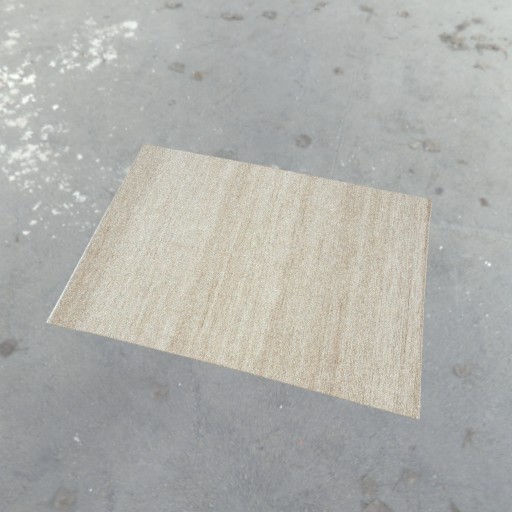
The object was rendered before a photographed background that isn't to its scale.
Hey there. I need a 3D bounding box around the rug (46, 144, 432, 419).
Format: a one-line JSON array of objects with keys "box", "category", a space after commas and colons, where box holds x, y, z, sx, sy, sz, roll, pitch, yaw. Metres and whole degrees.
[{"box": [0.000, 0.000, 2.996, 2.283, 0.030, 1.596, 13, 59, 8], "category": "rug"}]
